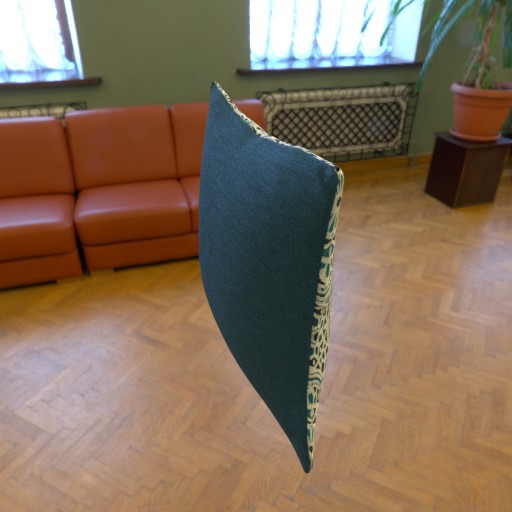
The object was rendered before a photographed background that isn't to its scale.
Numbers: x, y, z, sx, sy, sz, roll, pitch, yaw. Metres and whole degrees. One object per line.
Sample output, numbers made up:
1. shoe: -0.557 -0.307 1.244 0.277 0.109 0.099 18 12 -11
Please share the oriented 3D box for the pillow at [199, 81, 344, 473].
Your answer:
1. pillow: 0.000 0.000 0.652 0.145 0.420 0.440 -10 32 -16
